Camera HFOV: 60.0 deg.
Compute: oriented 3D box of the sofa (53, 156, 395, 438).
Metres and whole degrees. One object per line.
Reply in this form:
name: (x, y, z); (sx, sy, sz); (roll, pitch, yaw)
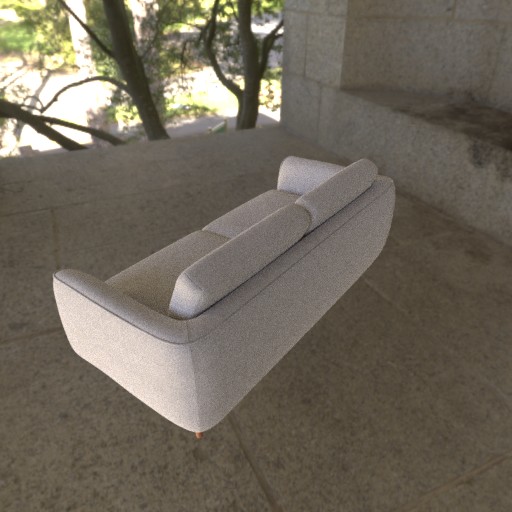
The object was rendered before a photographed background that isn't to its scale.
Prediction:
sofa: (0.000, 0.000, 2.512); (0.920, 0.850, 2.000); (21, 38, 31)
